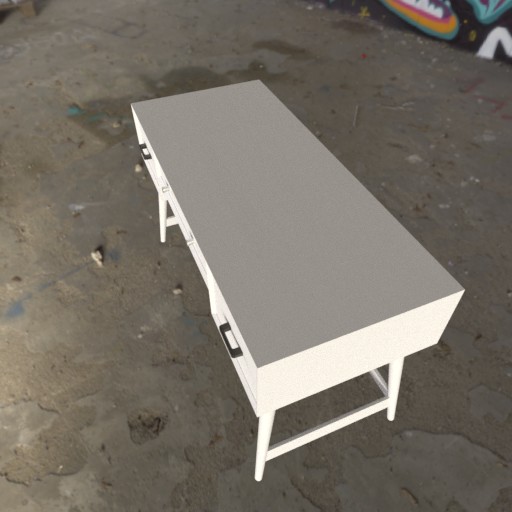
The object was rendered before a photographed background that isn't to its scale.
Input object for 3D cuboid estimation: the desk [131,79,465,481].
[{"bbox_3d":[0.000,0.000,1.732,0.589,0.762,1.313,-17,48,-16],"label":"desk"}]
